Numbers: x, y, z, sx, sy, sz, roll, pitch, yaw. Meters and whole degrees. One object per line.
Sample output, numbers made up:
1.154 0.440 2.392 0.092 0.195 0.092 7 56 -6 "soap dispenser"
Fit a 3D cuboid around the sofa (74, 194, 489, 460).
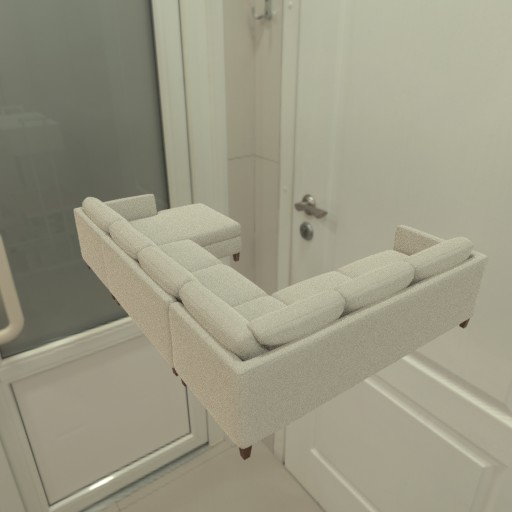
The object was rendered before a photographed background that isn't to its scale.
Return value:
0.000 0.000 4.322 2.551 0.853 3.238 -17 31 -31 "sofa"
